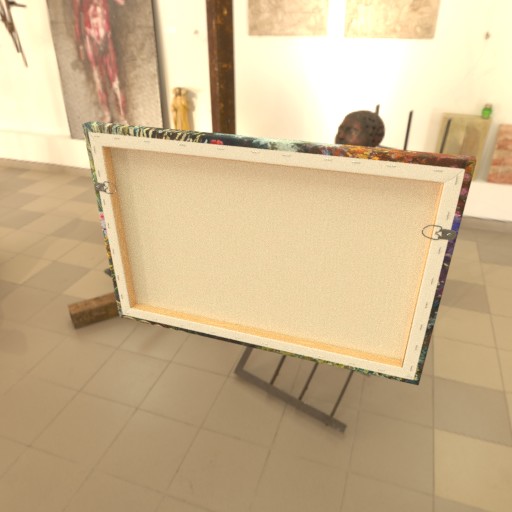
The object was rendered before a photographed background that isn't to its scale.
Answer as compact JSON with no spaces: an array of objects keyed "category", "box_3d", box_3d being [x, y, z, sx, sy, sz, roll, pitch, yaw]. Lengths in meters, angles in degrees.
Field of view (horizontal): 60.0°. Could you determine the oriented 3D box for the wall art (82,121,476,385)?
[{"category":"wall art","box_3d":[0.000,0.000,1.432,1.136,0.760,0.042,10,32,16]}]
